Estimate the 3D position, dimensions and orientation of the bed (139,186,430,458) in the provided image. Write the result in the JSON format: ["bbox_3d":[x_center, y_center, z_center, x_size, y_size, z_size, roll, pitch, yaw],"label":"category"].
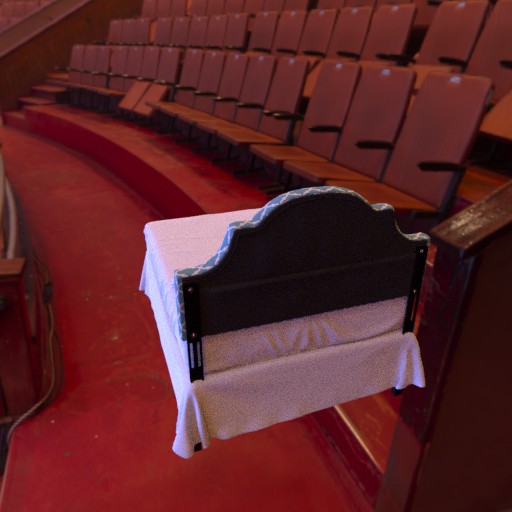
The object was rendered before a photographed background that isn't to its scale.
[{"bbox_3d":[0.000,0.000,3.501,1.780,1.633,2.222,-9,27,-17],"label":"bed"}]
